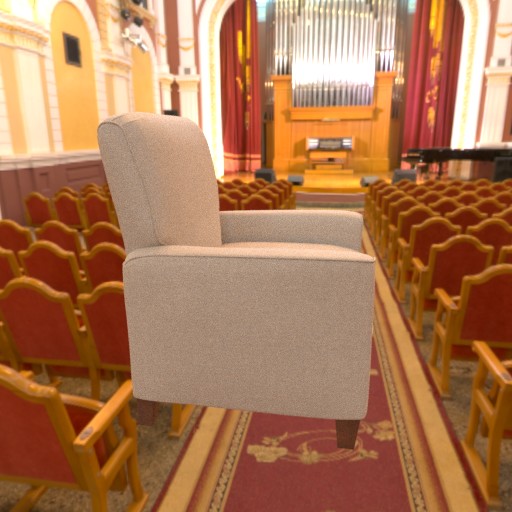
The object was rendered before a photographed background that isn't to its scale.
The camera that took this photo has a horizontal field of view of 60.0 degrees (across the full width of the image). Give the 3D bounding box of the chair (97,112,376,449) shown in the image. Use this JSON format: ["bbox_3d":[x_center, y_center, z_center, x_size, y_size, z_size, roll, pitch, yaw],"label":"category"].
[{"bbox_3d":[0.000,0.000,1.668,0.858,1.023,0.841,3,15,10],"label":"chair"}]
